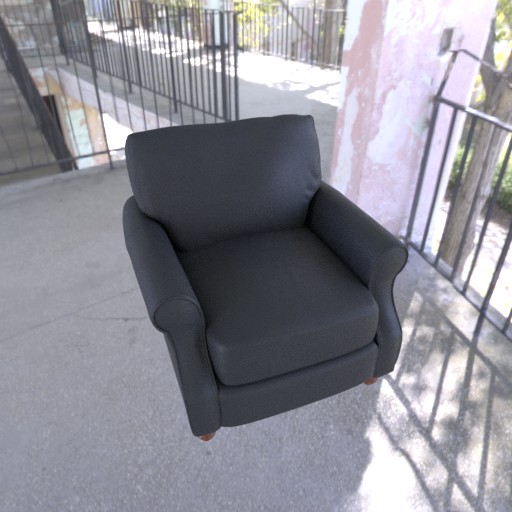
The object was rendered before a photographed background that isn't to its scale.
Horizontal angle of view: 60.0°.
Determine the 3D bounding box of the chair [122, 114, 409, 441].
[{"bbox_3d":[0.000,0.000,1.828,1.015,0.960,1.027,-9,34,-14],"label":"chair"}]
